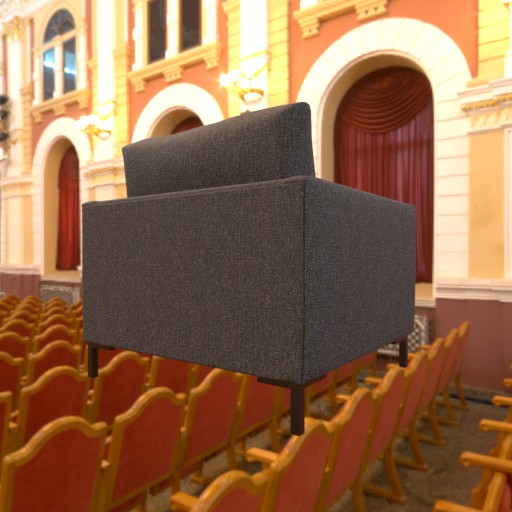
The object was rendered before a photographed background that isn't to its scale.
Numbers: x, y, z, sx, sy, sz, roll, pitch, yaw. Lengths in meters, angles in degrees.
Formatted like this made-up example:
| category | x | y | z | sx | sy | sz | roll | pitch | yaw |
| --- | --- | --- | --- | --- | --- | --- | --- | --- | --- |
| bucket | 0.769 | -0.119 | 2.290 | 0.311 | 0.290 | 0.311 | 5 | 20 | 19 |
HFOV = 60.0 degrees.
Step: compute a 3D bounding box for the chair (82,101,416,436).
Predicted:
| category | x | y | z | sx | sy | sz | roll | pitch | yaw |
| --- | --- | --- | --- | --- | --- | --- | --- | --- | --- |
| chair | 0.000 | 0.000 | 1.656 | 0.963 | 0.861 | 0.866 | 0 | 0 | 36 |
